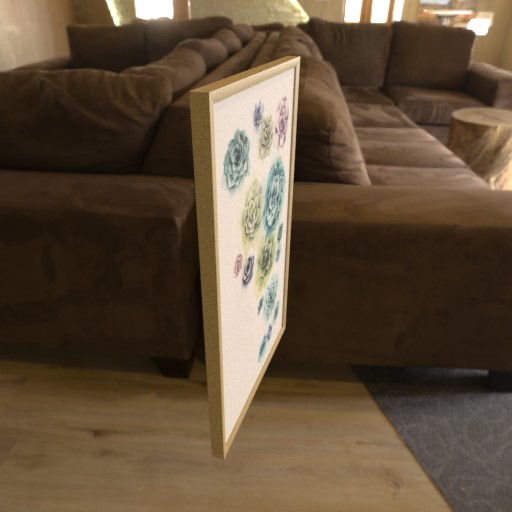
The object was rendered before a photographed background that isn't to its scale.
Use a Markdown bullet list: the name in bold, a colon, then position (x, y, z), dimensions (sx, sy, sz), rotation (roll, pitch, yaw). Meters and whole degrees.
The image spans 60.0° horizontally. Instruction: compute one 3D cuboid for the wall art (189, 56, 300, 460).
- **wall art**: position (0.000, 0.000, 1.037), dimensions (0.039, 0.810, 0.510), rotation (10, 31, 17)
